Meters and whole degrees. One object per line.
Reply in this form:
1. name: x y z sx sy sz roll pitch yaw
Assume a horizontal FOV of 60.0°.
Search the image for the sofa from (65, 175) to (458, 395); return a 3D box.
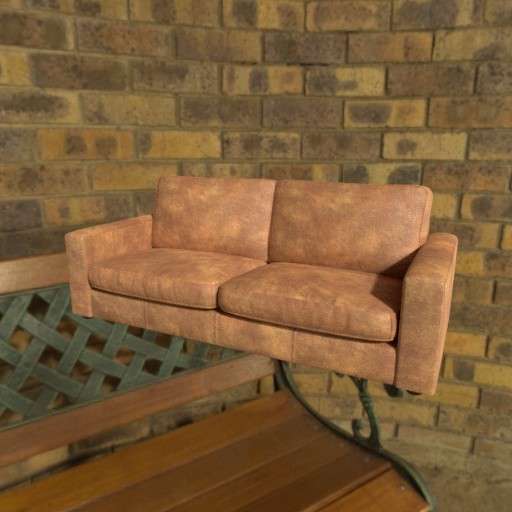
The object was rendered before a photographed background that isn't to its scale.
1. sofa: 0.000 0.000 2.683 2.179 0.873 1.016 7 16 25
